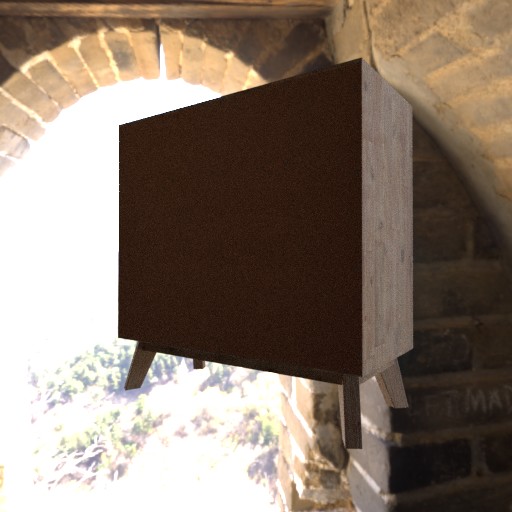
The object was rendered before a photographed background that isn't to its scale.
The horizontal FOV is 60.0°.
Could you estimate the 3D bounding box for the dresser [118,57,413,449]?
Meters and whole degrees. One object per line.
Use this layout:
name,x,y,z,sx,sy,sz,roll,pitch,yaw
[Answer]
dresser,0.000,0.000,1.625,0.998,1.029,0.455,0,-1,35
